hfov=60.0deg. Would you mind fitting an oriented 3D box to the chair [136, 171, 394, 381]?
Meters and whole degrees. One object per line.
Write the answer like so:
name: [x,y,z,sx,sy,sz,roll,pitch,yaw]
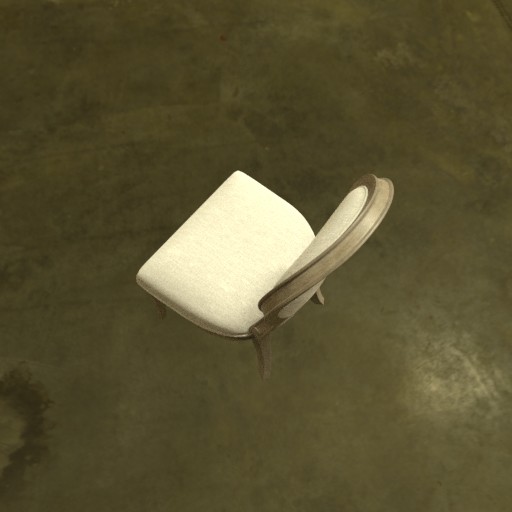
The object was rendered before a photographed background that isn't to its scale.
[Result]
chair: [0.000,0.000,1.389,0.602,0.990,0.558,34,68,16]
